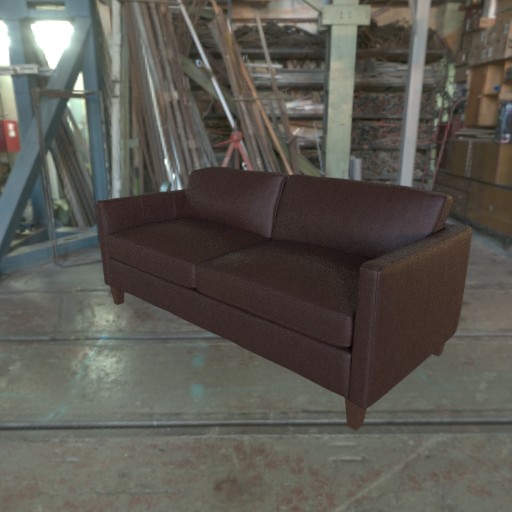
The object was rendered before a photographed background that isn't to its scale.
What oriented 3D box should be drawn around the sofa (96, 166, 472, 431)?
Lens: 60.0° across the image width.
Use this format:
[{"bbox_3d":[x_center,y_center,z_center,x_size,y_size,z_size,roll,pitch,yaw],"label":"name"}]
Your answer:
[{"bbox_3d":[0.000,0.000,2.468,1.971,0.863,0.923,15,23,41],"label":"sofa"}]
